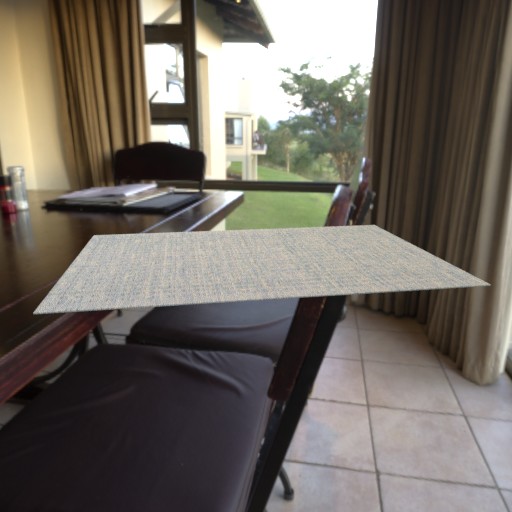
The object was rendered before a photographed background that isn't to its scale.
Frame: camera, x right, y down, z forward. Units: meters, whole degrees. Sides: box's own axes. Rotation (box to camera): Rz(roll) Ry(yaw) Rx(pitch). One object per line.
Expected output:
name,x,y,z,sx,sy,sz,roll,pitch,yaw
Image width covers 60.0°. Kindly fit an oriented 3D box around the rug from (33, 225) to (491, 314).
rug,0.000,0.000,2.212,1.752,0.006,1.142,-3,17,-9
